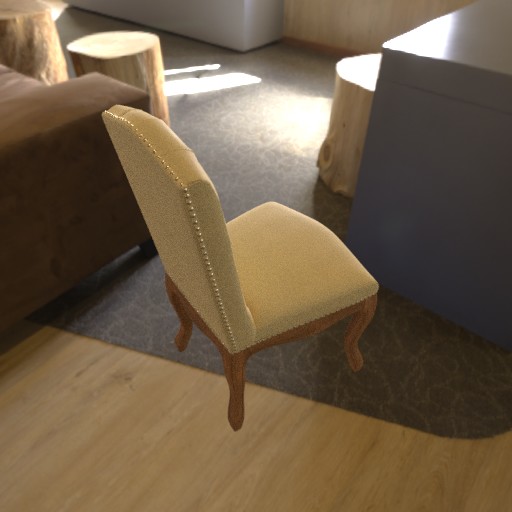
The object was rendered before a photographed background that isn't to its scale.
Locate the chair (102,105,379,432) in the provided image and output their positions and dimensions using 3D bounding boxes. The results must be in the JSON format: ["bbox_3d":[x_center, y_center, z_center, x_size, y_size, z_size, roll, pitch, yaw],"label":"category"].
[{"bbox_3d":[0.000,0.000,1.547,0.715,1.165,0.623,-25,47,-25],"label":"chair"}]
